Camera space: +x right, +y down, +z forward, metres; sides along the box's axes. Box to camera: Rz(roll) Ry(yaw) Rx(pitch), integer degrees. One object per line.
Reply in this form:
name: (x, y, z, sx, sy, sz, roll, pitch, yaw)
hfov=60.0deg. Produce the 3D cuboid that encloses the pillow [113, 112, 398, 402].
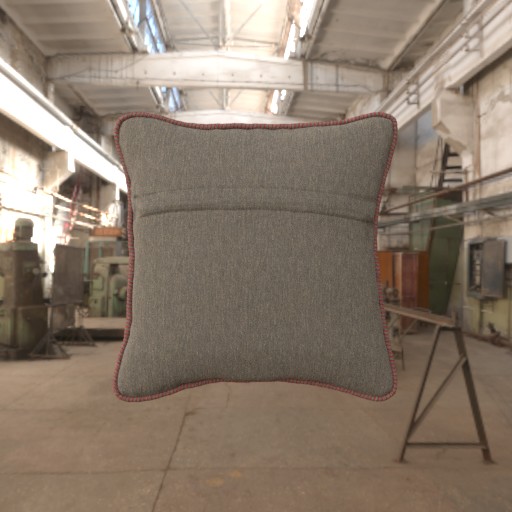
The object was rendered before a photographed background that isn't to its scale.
pillow: (0.000, 0.000, 0.752, 0.482, 0.491, 0.124, 0, -1, 0)
